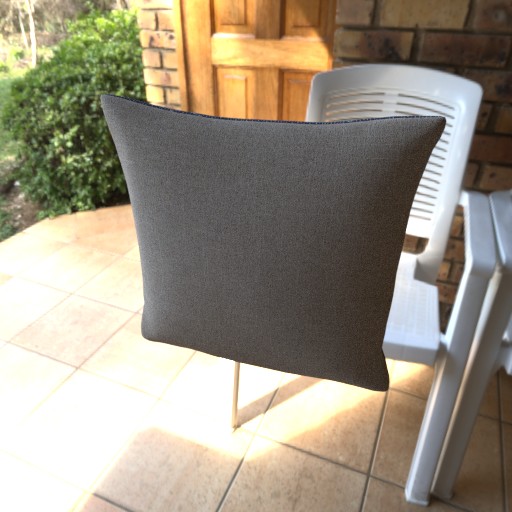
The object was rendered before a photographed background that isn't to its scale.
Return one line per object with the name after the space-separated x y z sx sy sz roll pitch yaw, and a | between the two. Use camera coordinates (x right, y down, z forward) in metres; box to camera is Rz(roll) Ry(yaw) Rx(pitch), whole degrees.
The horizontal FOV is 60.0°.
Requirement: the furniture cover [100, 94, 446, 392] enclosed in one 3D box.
0.000 0.000 0.753 0.511 0.503 0.162 9 33 15 | furniture cover
